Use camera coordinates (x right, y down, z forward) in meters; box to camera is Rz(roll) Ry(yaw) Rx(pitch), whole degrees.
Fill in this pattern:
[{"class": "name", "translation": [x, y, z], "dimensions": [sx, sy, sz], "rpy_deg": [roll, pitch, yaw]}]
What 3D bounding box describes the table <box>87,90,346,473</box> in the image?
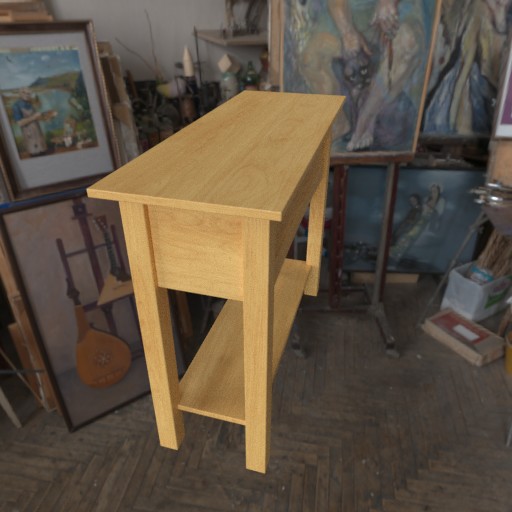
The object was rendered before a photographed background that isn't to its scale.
[{"class": "table", "translation": [0.000, 0.000, 1.267], "dimensions": [0.340, 0.728, 0.900], "rpy_deg": [8, 32, 14]}]
